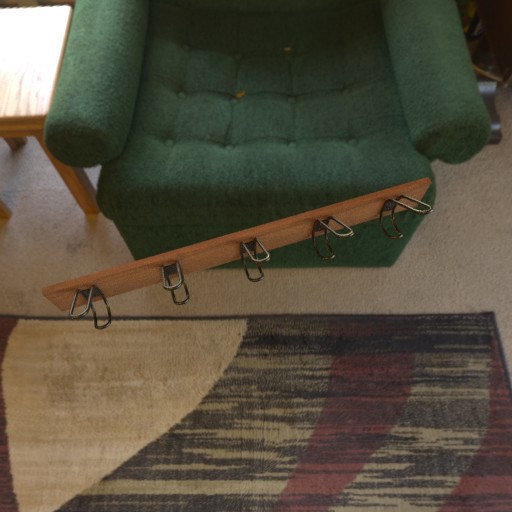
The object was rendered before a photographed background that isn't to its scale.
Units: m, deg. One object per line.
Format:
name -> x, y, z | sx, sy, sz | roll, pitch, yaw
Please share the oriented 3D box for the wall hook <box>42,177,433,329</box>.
wall hook -> 0.000, 0.000, 0.600 | 0.554, 0.116, 0.076 | -17, 65, -8
